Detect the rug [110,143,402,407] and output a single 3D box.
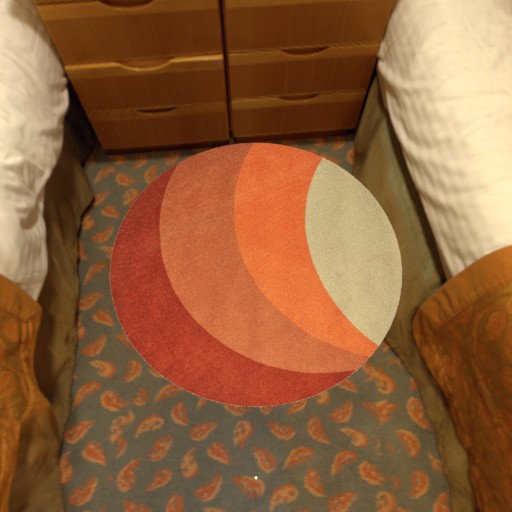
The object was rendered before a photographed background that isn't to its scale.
[{"bbox_3d":[0.000,0.000,2.321,1.514,0.015,1.514,0,63,0],"label":"rug"}]
